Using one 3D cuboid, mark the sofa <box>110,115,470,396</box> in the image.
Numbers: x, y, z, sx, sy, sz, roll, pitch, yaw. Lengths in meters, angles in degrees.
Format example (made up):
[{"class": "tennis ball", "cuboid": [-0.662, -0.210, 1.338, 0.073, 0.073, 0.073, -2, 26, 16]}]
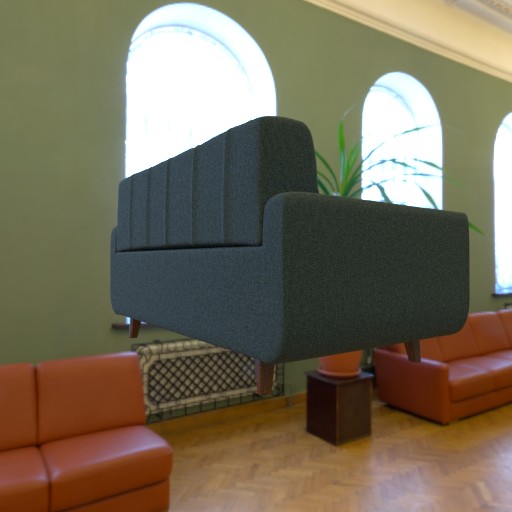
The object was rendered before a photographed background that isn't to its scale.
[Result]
[{"class": "sofa", "cuboid": [0.000, 0.000, 2.161, 0.942, 0.896, 1.651, 0, -1, -35]}]
